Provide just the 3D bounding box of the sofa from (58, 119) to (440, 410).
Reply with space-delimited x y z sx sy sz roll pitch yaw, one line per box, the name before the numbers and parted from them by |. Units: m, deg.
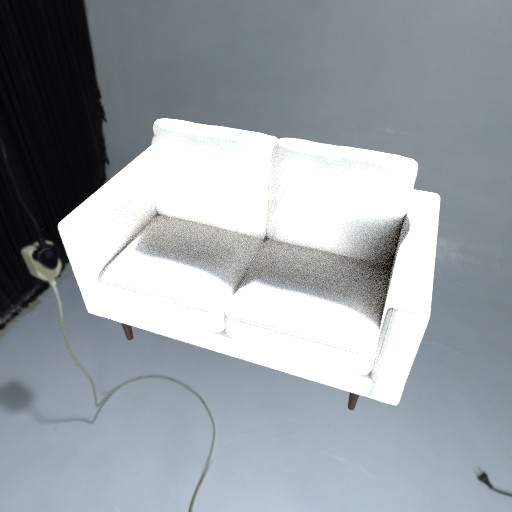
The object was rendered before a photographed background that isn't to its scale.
sofa | 0.000 0.000 1.978 1.430 0.908 0.796 13 42 15
